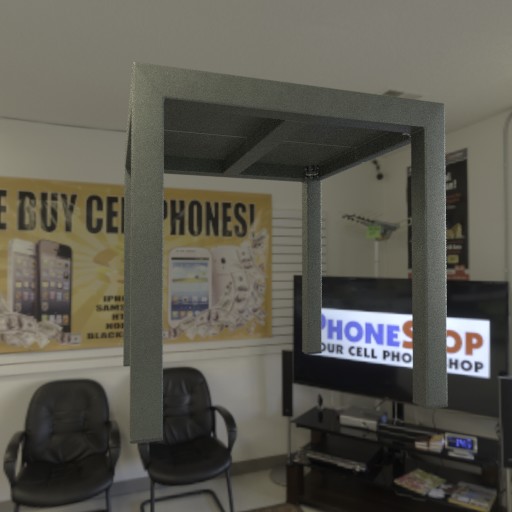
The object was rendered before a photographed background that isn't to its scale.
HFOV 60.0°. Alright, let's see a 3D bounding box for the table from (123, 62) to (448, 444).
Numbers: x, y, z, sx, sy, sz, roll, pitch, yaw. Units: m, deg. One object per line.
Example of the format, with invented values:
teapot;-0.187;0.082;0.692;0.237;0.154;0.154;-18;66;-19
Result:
table;0.000;0.000;0.904;0.508;0.508;0.508;0;-1;-18
